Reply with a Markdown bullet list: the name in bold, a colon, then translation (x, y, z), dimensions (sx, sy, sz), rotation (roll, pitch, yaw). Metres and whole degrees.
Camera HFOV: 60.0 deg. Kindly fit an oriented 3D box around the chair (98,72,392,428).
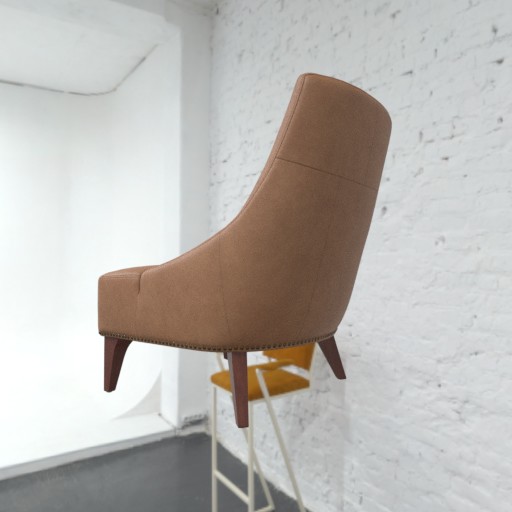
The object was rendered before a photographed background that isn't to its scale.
- **chair**: translation (0.000, 0.000, 1.512), dimensions (0.861, 0.909, 0.701), rotation (-1, -1, 36)
